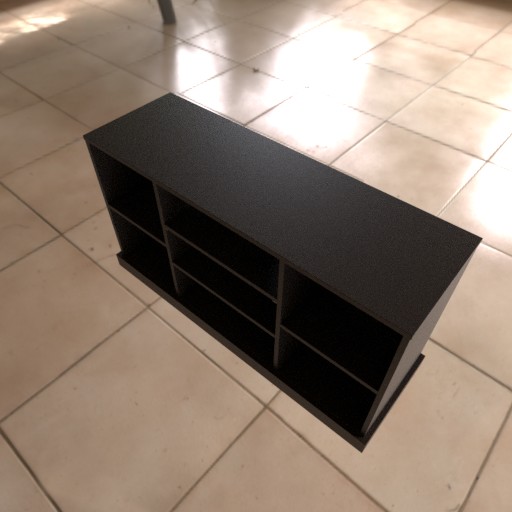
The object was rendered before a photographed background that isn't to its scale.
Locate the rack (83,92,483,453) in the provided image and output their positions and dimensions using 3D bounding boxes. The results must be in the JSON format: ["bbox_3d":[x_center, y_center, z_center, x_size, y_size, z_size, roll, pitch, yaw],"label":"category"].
[{"bbox_3d":[0.000,0.000,1.515,1.206,0.635,0.399,32,55,26],"label":"rack"}]
